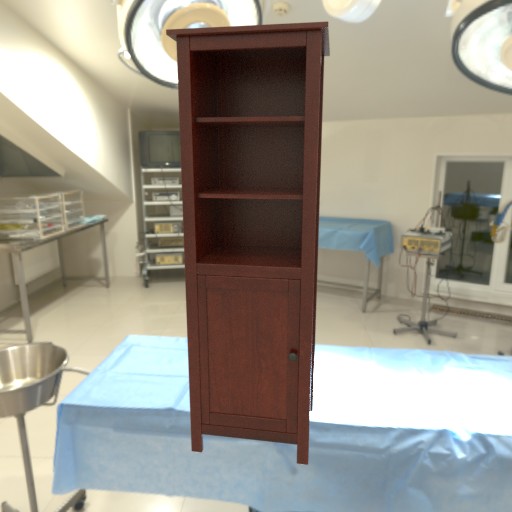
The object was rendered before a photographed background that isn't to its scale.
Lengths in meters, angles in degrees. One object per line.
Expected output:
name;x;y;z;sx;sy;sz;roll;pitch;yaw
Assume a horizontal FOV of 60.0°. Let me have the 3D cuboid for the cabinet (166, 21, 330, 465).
cabinet;0.000;0.000;1.700;0.500;1.518;0.401;2;13;10
